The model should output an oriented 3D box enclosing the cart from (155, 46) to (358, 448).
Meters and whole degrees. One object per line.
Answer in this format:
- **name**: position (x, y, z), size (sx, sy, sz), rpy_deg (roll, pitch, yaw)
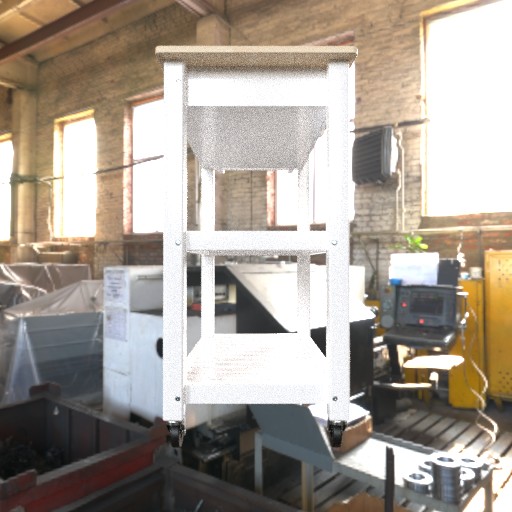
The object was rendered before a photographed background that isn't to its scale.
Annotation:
- **cart**: position (0.000, 0.000, 1.433), size (0.457, 0.927, 0.899), rpy_deg (0, -1, 0)
